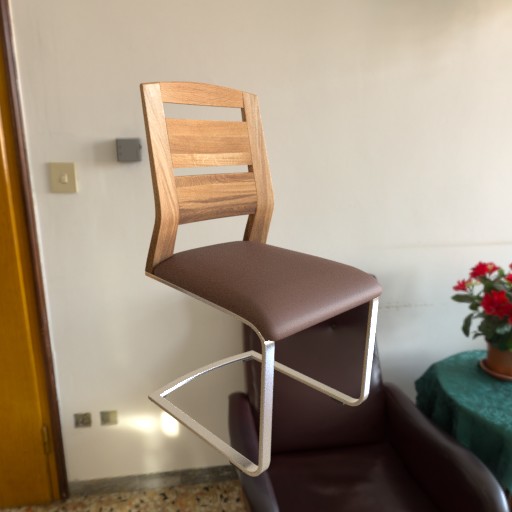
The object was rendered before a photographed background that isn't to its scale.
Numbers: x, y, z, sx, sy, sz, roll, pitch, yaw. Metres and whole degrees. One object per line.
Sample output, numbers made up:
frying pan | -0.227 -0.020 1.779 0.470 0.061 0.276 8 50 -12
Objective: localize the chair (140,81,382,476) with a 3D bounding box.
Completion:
chair | 0.000 0.000 1.263 0.460 0.970 0.570 -13 19 -42
